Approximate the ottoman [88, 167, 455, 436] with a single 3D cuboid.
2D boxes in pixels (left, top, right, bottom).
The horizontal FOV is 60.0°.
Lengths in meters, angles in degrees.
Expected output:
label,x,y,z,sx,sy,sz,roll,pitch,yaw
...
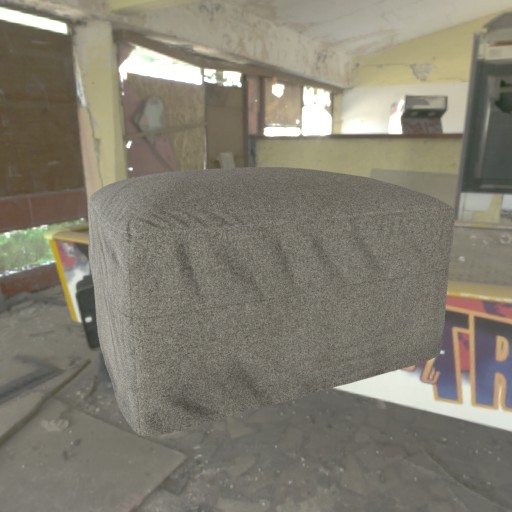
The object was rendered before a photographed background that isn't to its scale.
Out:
label,x,y,z,sx,sy,sz,roll,pitch,yaw
ottoman,0.000,0.000,1.227,0.837,0.481,0.683,-7,16,-24
